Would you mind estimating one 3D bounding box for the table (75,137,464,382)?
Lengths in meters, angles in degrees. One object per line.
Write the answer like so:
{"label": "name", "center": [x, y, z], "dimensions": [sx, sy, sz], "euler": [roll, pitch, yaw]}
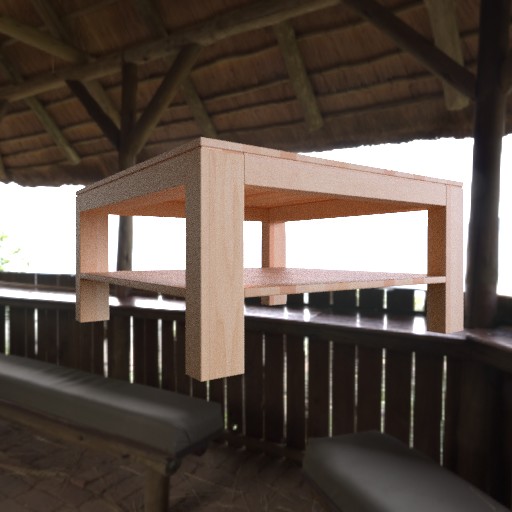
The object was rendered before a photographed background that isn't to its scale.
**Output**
{"label": "table", "center": [0.000, 0.000, 1.441], "dimensions": [0.900, 0.450, 0.900], "euler": [0, 1, -36]}
